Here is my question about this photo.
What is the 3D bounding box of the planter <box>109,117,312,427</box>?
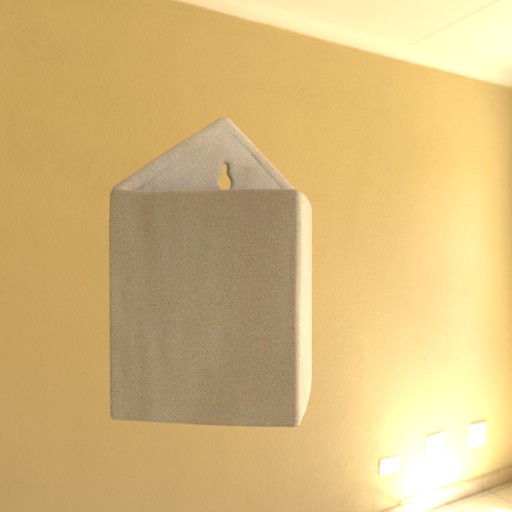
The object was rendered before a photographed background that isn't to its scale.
[{"bbox_3d":[0.000,0.000,0.282,0.163,0.194,0.080,-1,1,-37],"label":"planter"}]
